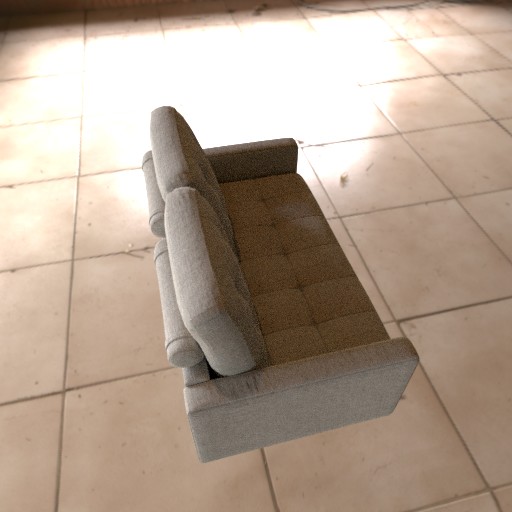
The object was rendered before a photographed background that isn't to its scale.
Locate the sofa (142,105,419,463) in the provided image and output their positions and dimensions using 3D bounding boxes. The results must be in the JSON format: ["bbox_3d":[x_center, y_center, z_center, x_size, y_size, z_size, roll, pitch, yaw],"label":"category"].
[{"bbox_3d":[0.000,0.000,1.943,0.842,0.907,1.407,-10,48,-10],"label":"sofa"}]
